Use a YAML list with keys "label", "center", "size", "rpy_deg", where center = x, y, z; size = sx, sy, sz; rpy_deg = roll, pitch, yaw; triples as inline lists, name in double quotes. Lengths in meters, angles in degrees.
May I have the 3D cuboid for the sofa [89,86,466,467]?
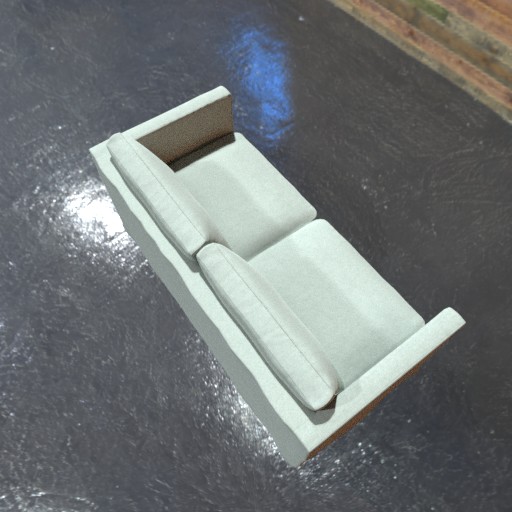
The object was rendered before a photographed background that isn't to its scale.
- label: "sofa"
  center: [0.000, 0.000, 2.486]
  size: [0.940, 0.870, 1.987]
  rpy_deg: [-32, 65, -17]
